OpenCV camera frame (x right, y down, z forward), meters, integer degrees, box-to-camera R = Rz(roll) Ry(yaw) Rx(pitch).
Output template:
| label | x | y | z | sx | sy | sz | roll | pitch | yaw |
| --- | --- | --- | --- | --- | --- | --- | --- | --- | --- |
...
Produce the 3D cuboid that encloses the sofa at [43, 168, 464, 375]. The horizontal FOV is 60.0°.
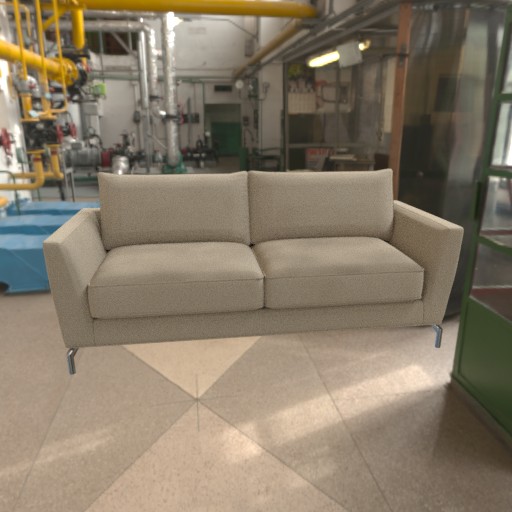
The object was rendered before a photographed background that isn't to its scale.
| label | x | y | z | sx | sy | sz | roll | pitch | yaw |
| --- | --- | --- | --- | --- | --- | --- | --- | --- | --- |
| sofa | 0.000 | 0.000 | 2.744 | 2.214 | 1.005 | 0.868 | -2 | 18 | -7 |
